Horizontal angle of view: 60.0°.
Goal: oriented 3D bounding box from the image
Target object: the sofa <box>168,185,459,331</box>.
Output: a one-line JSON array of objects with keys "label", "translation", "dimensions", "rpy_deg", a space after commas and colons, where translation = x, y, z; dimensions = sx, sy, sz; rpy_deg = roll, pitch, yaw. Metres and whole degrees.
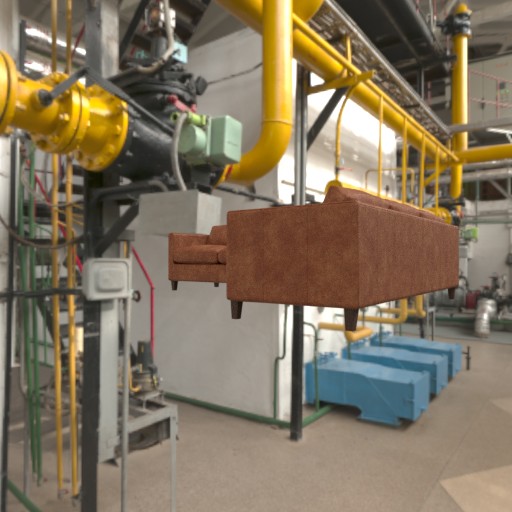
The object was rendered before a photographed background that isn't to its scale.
[{"label": "sofa", "translation": [0.000, 0.000, 4.266], "dimensions": [3.167, 0.838, 2.438], "rpy_deg": [0, 0, 36]}]
